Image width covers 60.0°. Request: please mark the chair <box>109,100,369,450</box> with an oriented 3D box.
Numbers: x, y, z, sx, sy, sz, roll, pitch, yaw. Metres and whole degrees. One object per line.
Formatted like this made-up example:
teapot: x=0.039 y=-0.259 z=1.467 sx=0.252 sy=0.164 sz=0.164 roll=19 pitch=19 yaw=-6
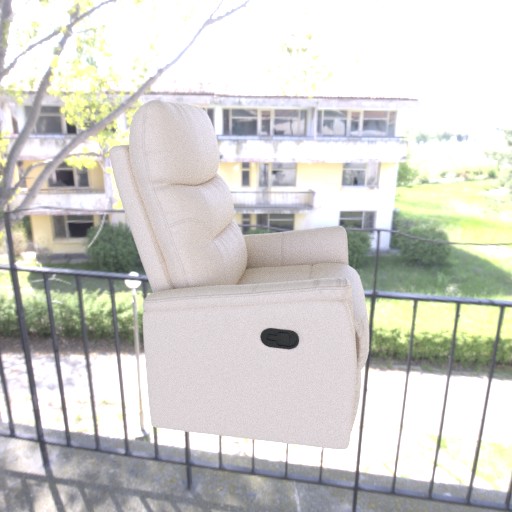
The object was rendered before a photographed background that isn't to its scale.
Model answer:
chair: x=0.000 y=0.000 z=1.654 sx=0.831 sy=1.082 sz=0.775 roll=3 pitch=17 yaw=9
